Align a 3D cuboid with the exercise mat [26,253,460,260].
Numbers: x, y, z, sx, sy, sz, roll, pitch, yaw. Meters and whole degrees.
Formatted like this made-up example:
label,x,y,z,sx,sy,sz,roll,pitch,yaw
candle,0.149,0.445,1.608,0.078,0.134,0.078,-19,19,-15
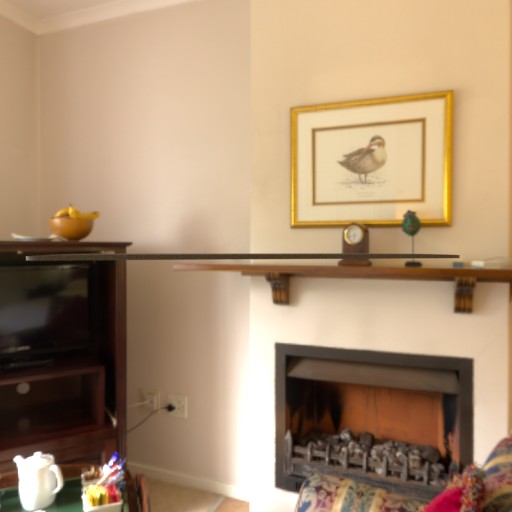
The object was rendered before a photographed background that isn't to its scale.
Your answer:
label,x,y,z,sx,sy,sz,roll,pitch,yaw
exercise mat,0.000,0.000,2.080,1.869,0.021,0.616,0,1,-18
